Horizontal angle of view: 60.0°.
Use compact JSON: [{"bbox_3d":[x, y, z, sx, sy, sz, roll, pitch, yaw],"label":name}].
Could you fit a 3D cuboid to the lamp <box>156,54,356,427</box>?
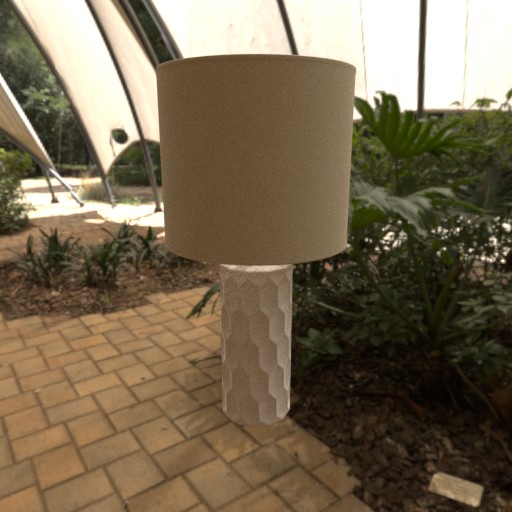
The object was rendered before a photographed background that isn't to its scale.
[{"bbox_3d":[0.000,0.000,0.693,0.277,0.537,0.277,7,16,24],"label":"lamp"}]
